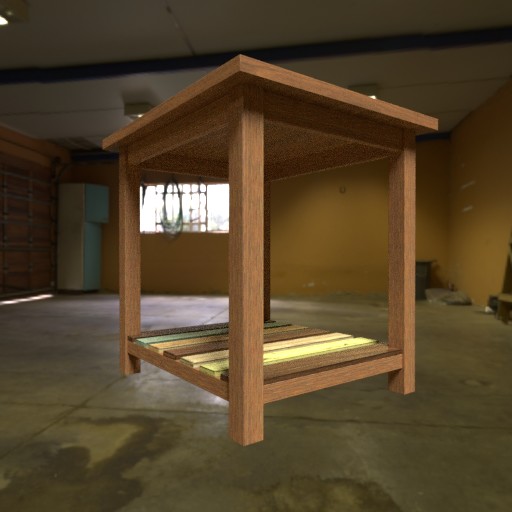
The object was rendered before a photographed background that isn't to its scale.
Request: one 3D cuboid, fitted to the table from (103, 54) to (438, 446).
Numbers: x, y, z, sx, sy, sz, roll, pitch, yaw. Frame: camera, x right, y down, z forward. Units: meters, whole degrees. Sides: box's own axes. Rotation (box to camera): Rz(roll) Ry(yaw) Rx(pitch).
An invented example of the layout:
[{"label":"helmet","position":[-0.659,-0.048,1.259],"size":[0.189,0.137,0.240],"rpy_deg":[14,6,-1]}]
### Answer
[{"label":"table","position":[0.000,0.000,1.125],"size":[0.559,0.635,0.660],"rpy_deg":[0,0,-37]}]
